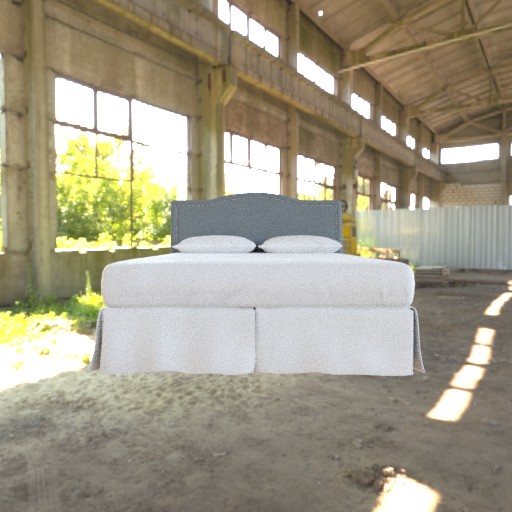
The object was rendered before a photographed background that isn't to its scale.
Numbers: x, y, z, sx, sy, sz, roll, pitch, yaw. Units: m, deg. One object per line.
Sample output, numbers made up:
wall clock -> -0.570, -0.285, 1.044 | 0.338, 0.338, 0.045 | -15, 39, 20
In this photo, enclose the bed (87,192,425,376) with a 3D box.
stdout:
bed -> 0.000, 0.000, 4.097 | 2.161, 1.457, 2.689 | 0, 2, 0
